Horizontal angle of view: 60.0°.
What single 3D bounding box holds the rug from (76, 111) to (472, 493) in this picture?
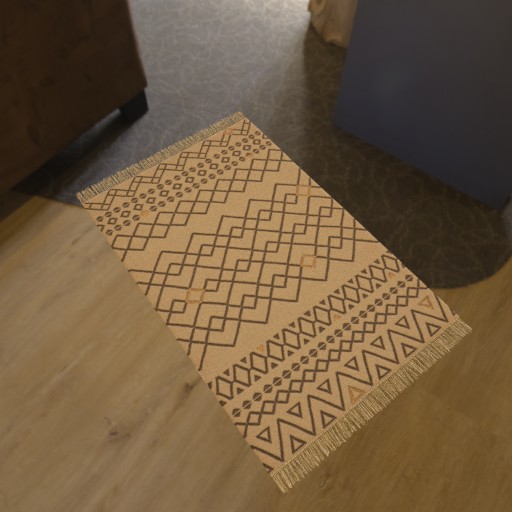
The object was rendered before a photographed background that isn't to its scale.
[{"bbox_3d":[0.000,0.000,2.453,1.224,0.028,2.023,-33,64,-18],"label":"rug"}]
